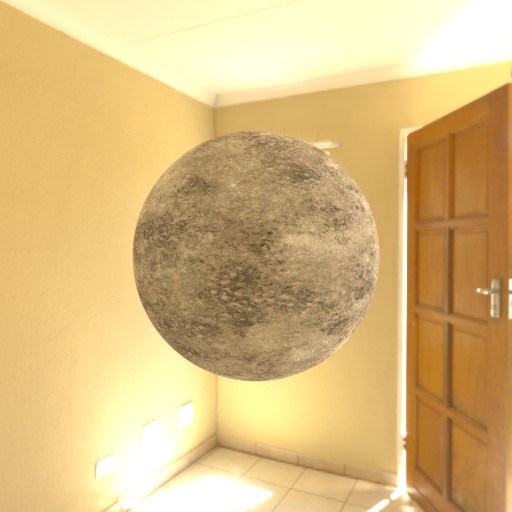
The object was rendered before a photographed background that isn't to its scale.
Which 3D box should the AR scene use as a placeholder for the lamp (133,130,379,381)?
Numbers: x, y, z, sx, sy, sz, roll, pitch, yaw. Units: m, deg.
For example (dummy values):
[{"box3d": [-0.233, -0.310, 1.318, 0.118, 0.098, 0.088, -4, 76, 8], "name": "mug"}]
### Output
[{"box3d": [0.000, 0.000, 0.785, 0.422, 0.429, 0.422, 0, 1, 0], "name": "lamp"}]
